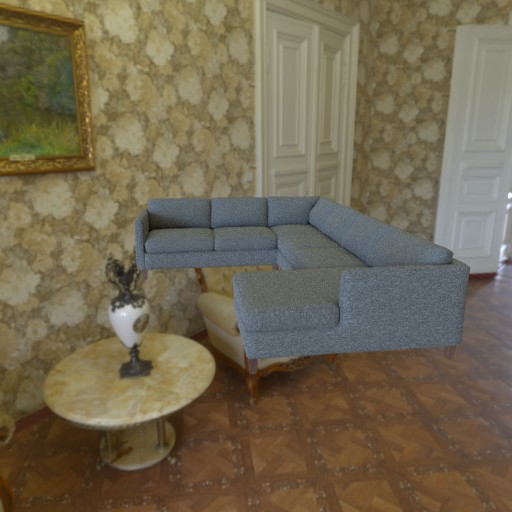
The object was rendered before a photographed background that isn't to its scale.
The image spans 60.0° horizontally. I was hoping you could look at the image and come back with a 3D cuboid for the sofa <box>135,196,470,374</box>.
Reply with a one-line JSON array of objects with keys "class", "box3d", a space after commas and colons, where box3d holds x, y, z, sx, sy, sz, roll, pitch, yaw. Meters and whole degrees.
[{"class": "sofa", "box3d": [0.000, 0.000, 4.444, 2.551, 0.853, 3.238, -2, 15, -8]}]
